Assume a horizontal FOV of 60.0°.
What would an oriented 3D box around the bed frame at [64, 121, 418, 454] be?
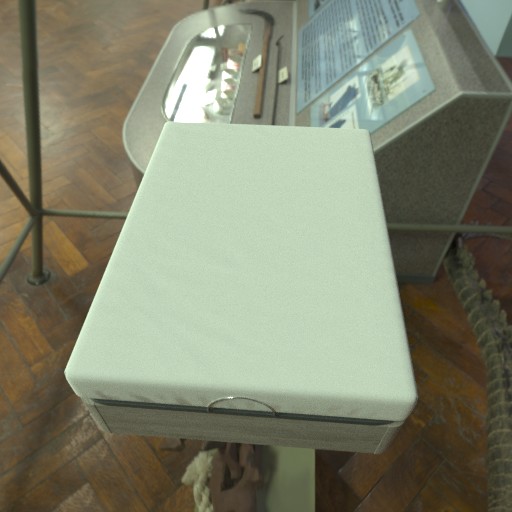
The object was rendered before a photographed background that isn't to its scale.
[{"bbox_3d":[0.000,0.000,2.514,1.400,0.561,1.900,3,47,3],"label":"bed frame"}]
